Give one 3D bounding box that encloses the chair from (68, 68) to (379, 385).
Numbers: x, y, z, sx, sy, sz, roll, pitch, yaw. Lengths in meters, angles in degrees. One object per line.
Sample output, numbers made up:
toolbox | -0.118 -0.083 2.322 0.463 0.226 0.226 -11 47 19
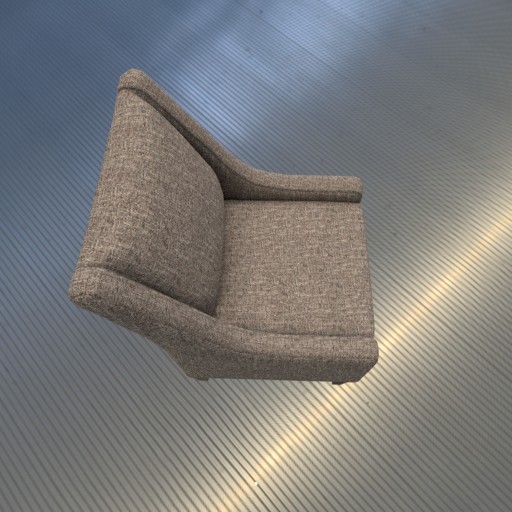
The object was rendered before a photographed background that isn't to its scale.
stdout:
chair | 0.000 0.000 1.615 0.870 1.014 0.774 2 63 1
